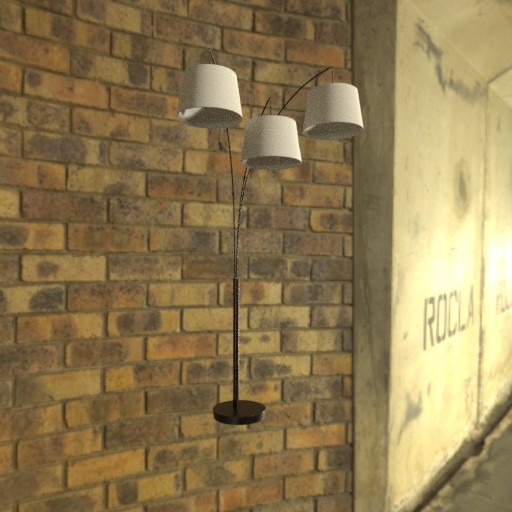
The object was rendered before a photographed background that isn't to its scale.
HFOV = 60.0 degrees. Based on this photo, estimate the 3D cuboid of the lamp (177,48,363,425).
[{"bbox_3d":[0.000,0.000,2.455,0.951,1.950,0.924,0,-1,-17],"label":"lamp"}]
